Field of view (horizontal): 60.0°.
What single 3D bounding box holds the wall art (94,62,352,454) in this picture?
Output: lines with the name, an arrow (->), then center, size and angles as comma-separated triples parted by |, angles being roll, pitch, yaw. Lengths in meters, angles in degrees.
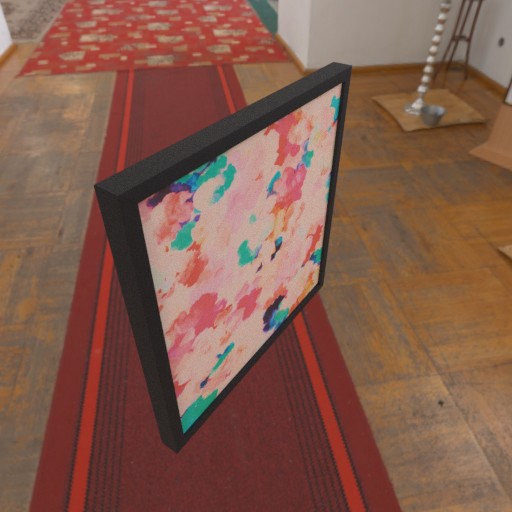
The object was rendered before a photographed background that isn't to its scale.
wall art -> 0.000, 0.000, 0.750 | 0.036, 0.503, 0.506 | 24, 45, 27
